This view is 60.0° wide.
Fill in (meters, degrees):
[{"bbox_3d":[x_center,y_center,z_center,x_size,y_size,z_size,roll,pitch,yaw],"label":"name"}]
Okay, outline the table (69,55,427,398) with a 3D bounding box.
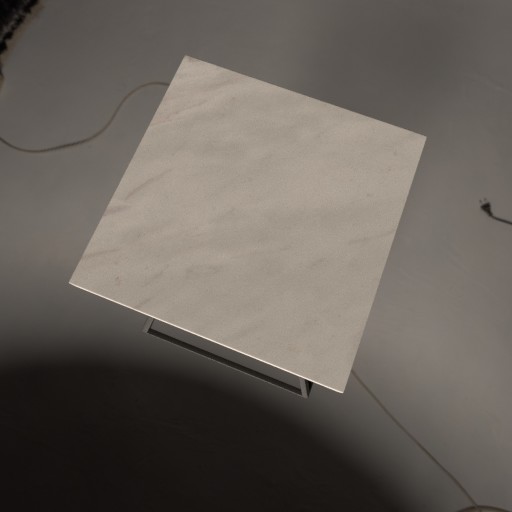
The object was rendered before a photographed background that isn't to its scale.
[{"bbox_3d":[0.000,0.000,0.918,0.455,0.559,0.455,21,76,5],"label":"table"}]
